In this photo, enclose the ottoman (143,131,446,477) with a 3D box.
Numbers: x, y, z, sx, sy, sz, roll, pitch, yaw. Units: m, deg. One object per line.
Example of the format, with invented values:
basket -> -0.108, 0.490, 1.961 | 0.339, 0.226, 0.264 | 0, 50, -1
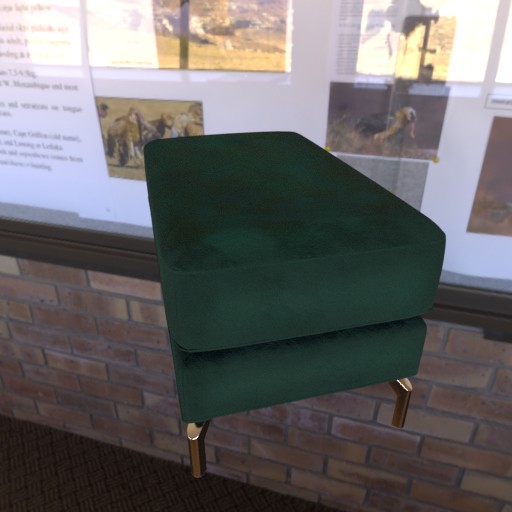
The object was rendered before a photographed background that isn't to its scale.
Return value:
ottoman -> 0.000, 0.000, 1.228 | 0.536, 0.533, 0.886 | -7, 29, -13
